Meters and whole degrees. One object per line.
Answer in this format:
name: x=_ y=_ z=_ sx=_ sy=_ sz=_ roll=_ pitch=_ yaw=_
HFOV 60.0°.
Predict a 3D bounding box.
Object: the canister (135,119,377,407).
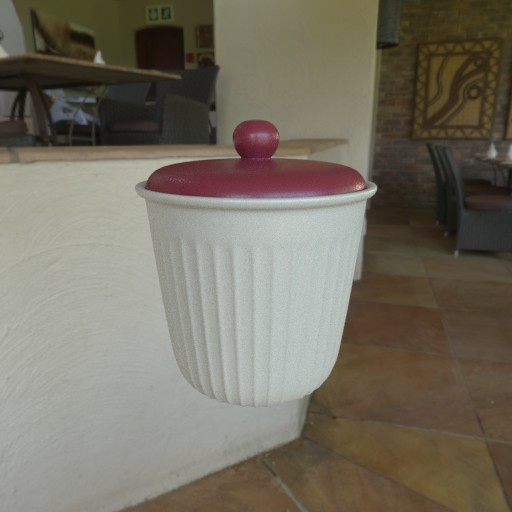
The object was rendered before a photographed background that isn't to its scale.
canister: x=0.000 y=0.000 z=0.358 sx=0.181 sy=0.211 sz=0.181 roll=0 pitch=16 yaw=0
